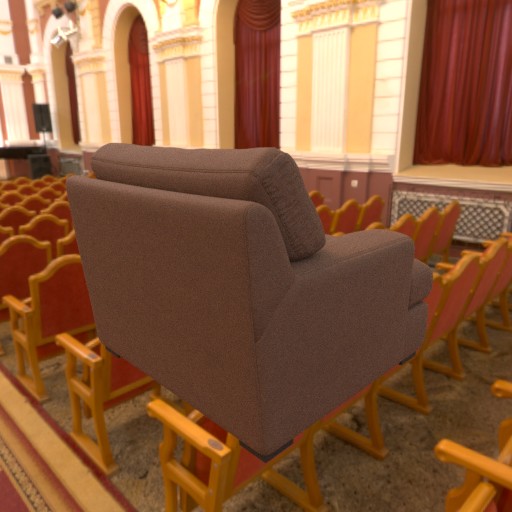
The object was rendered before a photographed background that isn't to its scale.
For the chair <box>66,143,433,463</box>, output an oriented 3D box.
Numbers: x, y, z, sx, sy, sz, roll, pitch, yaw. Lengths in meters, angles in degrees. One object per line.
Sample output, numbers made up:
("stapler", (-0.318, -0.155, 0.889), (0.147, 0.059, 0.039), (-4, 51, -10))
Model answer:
("chair", (0.000, 0.000, 1.902), (1.143, 0.940, 1.168), (-15, 21, -43))
